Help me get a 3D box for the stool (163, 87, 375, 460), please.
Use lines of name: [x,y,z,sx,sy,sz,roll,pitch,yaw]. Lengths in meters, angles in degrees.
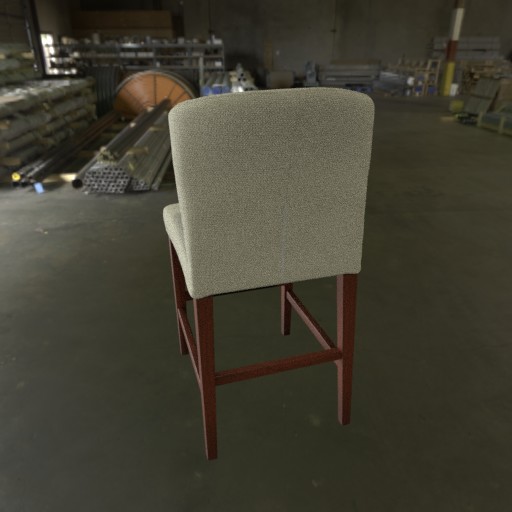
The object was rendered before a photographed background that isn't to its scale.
stool: [0.000,0.000,1.307,0.481,0.969,0.568,-8,26,-16]
